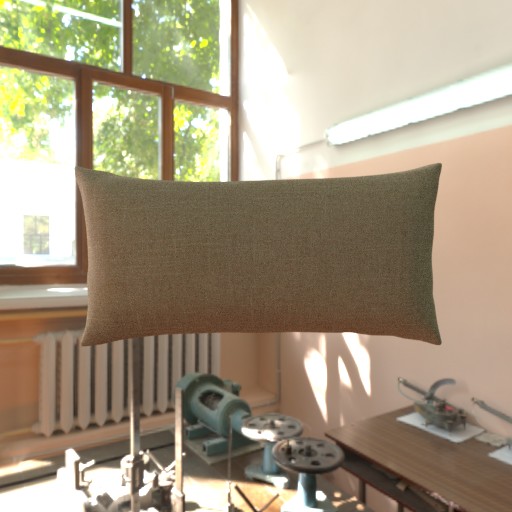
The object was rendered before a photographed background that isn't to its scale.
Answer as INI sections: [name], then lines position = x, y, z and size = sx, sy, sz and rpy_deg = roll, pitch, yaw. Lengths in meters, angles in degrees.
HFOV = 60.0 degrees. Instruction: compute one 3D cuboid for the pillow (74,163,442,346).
[pillow]
position = 0.000, 0.000, 1.042
size = 0.859, 0.429, 0.197
rpy_deg = 0, 0, 2
